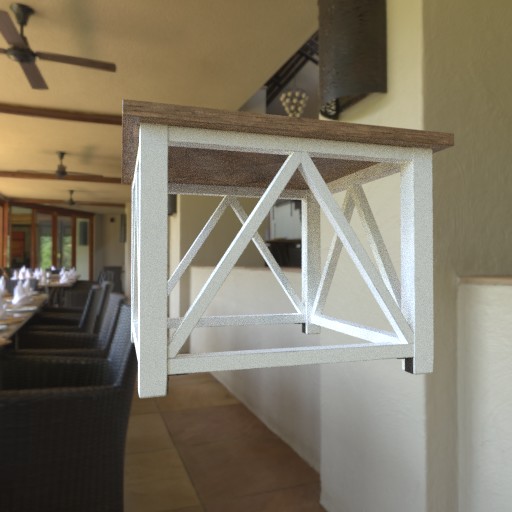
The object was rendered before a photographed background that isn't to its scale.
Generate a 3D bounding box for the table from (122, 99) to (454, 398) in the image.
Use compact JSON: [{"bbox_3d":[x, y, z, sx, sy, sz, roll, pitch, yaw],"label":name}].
[{"bbox_3d":[0.000,0.000,1.204,0.700,0.532,0.700,0,-1,-17],"label":"table"}]
